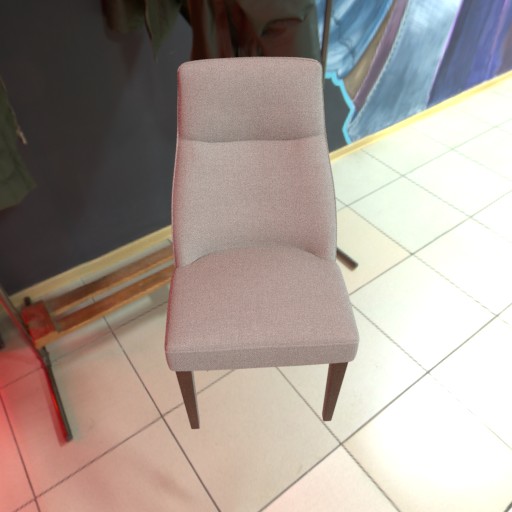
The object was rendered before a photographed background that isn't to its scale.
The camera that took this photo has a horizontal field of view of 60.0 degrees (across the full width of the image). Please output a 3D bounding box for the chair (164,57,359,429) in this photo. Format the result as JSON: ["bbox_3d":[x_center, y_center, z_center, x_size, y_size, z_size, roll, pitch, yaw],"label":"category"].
[{"bbox_3d":[0.000,0.000,1.301,0.500,0.930,0.620,-3,46,-2],"label":"chair"}]
